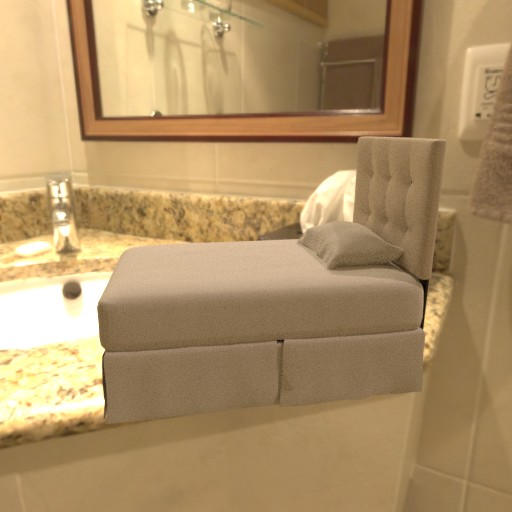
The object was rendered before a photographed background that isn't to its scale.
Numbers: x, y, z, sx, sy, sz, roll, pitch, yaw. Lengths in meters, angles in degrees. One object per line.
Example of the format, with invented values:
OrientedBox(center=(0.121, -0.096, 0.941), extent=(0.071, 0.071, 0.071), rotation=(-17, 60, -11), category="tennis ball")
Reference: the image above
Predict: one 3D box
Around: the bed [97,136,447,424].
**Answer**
OrientedBox(center=(0.000, 0.000, 3.044), extent=(1.997, 1.571, 1.261), rotation=(-2, 16, -9), category="bed")
